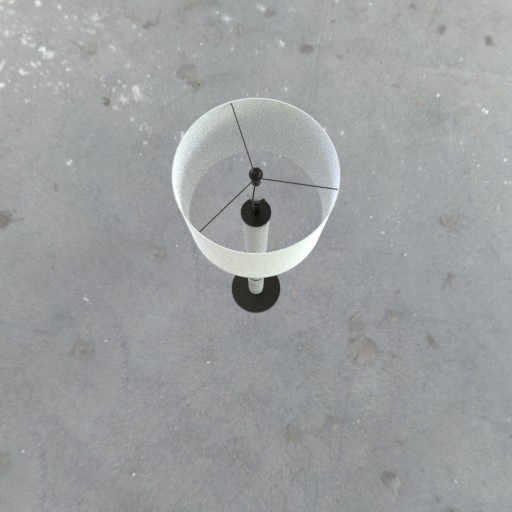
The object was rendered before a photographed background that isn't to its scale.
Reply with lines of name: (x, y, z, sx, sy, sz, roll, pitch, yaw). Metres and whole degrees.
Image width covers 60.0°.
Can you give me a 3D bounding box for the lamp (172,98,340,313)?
lamp: (0.000, 0.000, 1.755, 0.377, 1.599, 0.377, 12, 77, 3)
